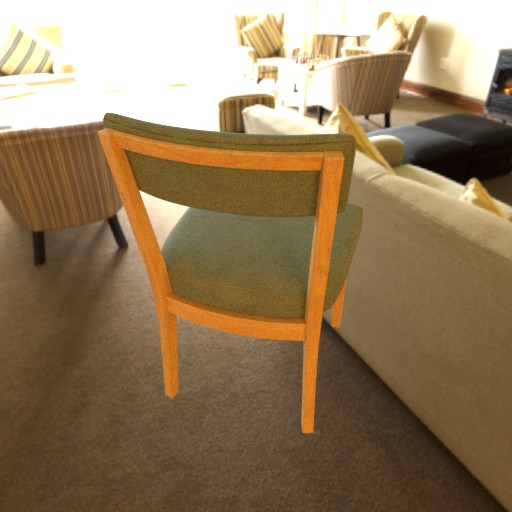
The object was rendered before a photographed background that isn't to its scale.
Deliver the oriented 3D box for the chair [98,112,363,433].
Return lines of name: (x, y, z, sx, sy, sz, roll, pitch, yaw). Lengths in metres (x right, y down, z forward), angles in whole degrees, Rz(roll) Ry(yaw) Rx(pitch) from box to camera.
chair: (0.000, 0.000, 1.185, 0.508, 0.832, 0.572, 10, 34, 14)
